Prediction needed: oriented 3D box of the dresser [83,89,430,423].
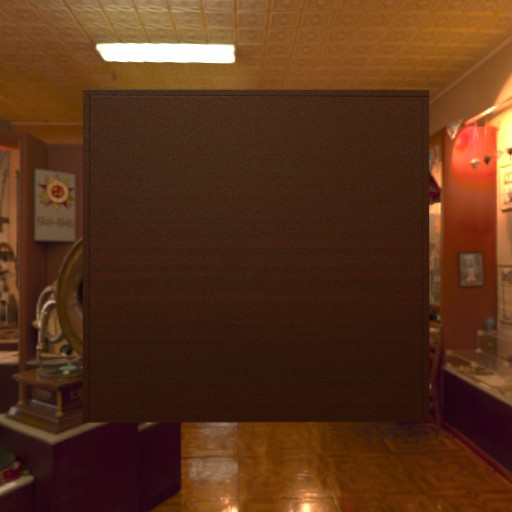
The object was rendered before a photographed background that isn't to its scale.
[{"bbox_3d":[0.000,0.000,1.138,0.750,0.720,0.360,0,0,0],"label":"dresser"}]
